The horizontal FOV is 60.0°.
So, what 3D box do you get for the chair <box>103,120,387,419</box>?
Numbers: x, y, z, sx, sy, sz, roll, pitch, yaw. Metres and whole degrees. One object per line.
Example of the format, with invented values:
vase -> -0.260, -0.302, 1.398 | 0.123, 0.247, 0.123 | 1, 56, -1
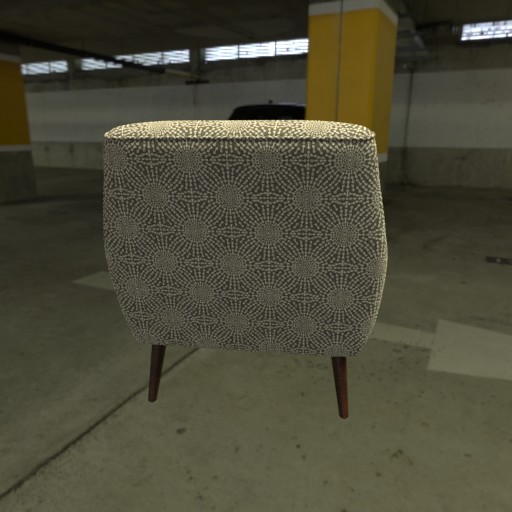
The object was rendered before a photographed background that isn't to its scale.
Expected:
chair -> 0.000, 0.000, 1.457 | 0.762, 0.838, 0.787 | 2, 16, 8
